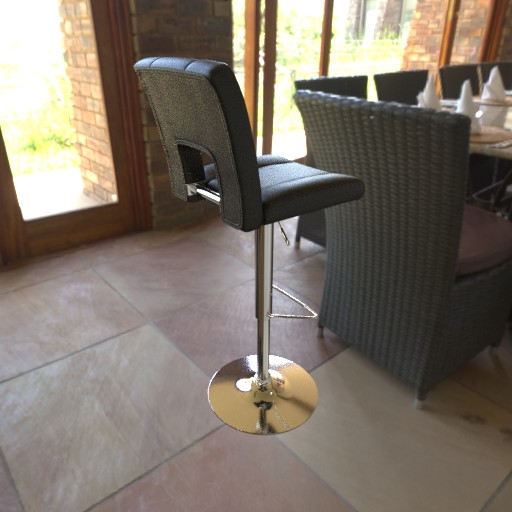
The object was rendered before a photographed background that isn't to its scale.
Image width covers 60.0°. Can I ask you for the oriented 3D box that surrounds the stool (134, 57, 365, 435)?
[{"bbox_3d":[0.000,0.000,1.396,0.520,1.151,0.415,-18,31,-33],"label":"stool"}]
